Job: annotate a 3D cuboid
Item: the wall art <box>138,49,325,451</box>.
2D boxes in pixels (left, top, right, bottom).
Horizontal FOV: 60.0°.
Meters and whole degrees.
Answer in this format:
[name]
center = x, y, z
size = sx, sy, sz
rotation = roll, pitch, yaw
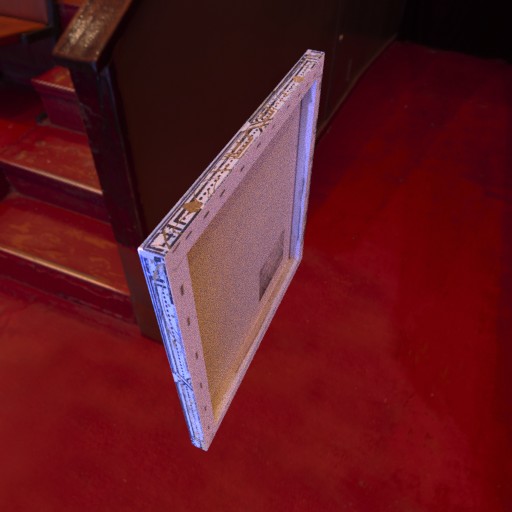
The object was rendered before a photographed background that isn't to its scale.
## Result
[wall art]
center = 0.000, 0.000, 0.918
size = 0.036, 0.607, 0.609
rotation = 18, 49, 16
